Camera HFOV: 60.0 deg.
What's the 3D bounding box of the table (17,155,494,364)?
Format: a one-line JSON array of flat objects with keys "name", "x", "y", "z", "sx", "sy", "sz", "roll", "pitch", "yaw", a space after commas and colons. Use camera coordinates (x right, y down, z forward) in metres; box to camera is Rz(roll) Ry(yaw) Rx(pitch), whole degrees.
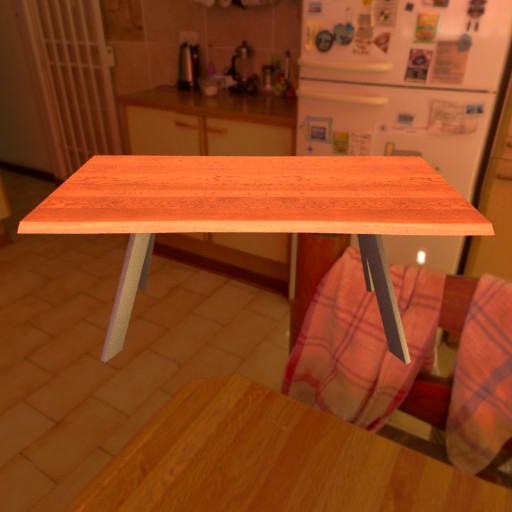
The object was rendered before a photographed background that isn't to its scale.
[{"name": "table", "x": 0.000, "y": 0.000, "z": 2.231, "sx": 1.800, "sy": 0.770, "sz": 0.900, "roll": 0, "pitch": 29, "yaw": 0}]
